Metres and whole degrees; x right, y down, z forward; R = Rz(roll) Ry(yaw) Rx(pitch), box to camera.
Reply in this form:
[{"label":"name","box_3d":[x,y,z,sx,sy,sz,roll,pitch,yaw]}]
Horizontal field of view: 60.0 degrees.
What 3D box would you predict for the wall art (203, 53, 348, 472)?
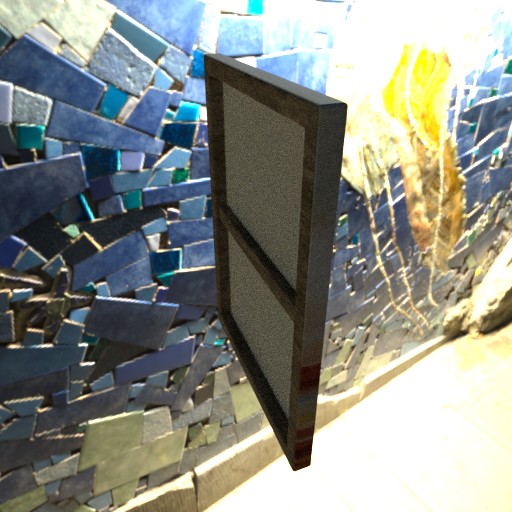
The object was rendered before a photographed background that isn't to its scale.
[{"label":"wall art","box_3d":[0.000,0.000,0.779,0.035,0.605,0.443,-11,33,-18]}]
